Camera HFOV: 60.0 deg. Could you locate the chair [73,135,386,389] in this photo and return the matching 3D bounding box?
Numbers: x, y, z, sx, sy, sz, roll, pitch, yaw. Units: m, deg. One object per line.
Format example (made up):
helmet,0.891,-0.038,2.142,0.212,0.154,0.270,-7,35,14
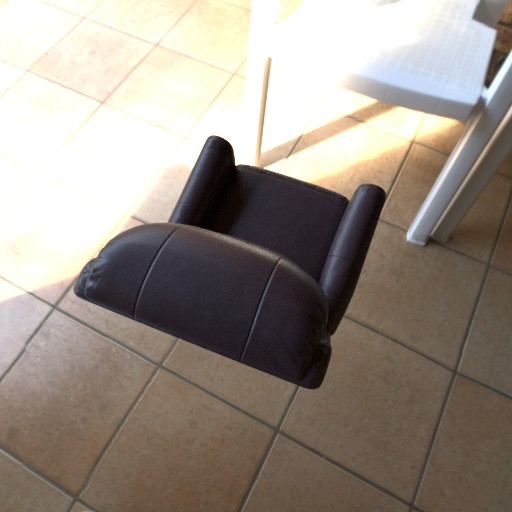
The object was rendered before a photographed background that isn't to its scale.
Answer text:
chair,0.000,0.000,1.795,0.838,1.054,1.014,20,65,9
